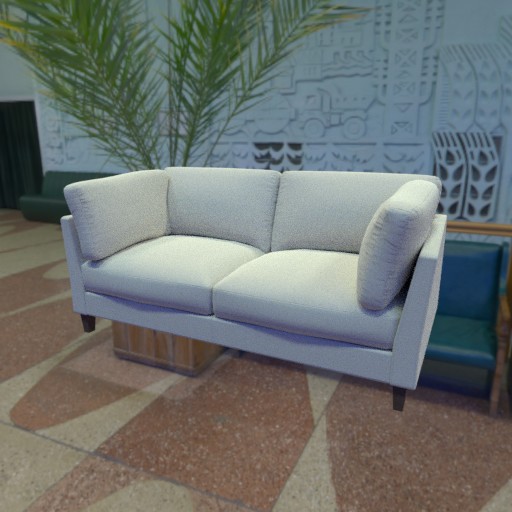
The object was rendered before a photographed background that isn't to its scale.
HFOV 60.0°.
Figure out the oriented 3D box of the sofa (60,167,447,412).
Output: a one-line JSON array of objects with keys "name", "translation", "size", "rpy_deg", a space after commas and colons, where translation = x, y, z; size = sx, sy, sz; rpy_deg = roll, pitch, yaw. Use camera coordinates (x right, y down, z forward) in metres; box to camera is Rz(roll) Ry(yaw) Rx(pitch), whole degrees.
[{"name": "sofa", "translation": [0.000, 0.000, 2.282], "size": [1.776, 0.836, 0.970], "rpy_deg": [7, 16, 25]}]
